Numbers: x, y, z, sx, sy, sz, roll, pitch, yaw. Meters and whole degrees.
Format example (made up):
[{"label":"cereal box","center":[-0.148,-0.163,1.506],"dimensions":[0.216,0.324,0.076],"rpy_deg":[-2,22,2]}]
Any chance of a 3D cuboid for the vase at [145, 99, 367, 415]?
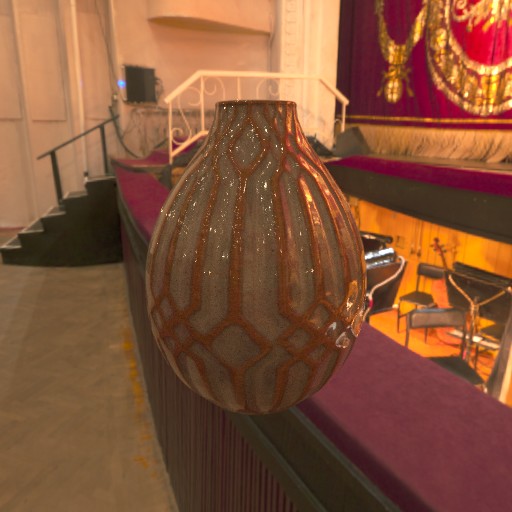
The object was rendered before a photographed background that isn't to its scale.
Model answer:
[{"label":"vase","center":[0.000,0.000,0.266],"dimensions":[0.131,0.175,0.131],"rpy_deg":[0,16,0]}]
